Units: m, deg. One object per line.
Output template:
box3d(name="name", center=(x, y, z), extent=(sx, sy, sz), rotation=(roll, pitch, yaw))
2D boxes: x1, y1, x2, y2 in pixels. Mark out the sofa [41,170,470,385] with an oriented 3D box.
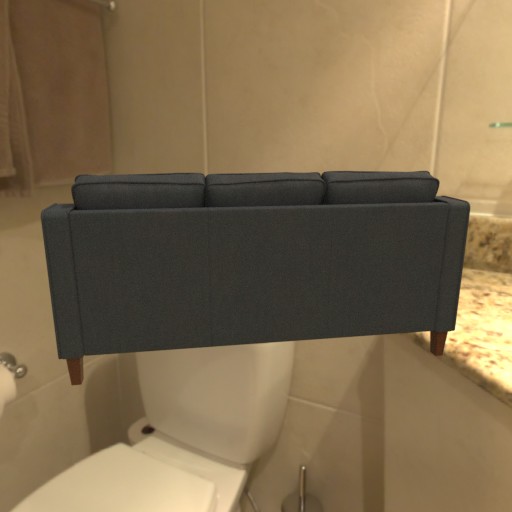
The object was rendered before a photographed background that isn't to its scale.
box3d(name="sofa", center=(0.000, 0.000, 2.524), extent=(1.986, 0.974, 0.911), rotation=(-2, 14, -9))
